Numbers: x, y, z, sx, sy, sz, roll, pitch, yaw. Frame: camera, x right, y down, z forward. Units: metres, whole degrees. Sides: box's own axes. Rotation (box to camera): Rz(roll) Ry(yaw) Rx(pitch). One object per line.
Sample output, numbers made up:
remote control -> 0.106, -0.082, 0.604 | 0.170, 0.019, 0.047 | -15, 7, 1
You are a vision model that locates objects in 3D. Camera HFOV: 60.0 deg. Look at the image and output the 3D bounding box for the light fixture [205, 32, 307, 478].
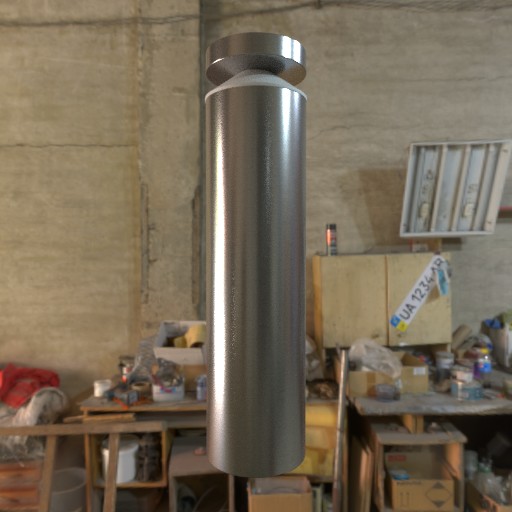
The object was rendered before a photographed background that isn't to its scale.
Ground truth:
light fixture -> 0.000, 0.000, 0.448 | 0.102, 0.400, 0.102 | -1, 2, -35
